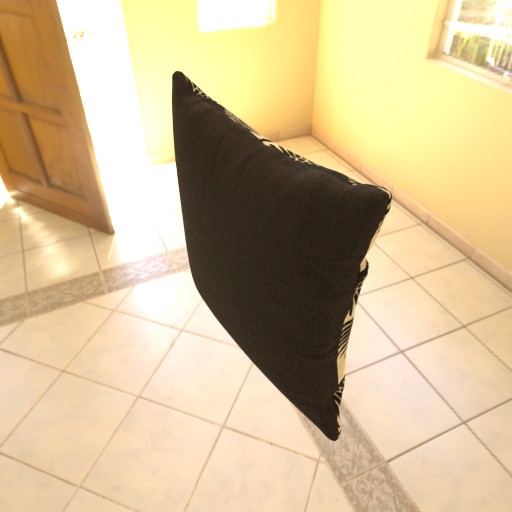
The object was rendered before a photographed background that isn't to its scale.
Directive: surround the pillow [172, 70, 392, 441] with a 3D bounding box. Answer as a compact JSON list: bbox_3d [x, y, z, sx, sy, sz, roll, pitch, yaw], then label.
[{"bbox_3d":[0.000,0.000,0.668,0.139,0.432,0.432,-24,45,-26],"label":"pillow"}]
